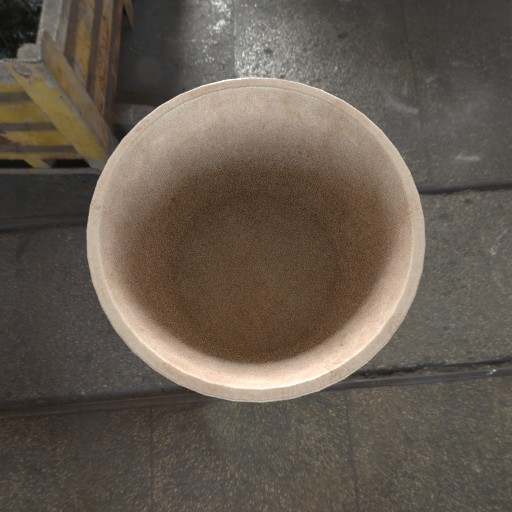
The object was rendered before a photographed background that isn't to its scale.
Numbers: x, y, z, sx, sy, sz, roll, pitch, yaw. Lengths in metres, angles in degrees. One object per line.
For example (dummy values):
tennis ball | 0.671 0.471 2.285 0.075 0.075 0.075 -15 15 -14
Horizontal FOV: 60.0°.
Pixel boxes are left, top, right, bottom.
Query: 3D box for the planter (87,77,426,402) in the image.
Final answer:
planter | 0.000 0.000 0.276 0.164 0.127 0.164 0 76 0
